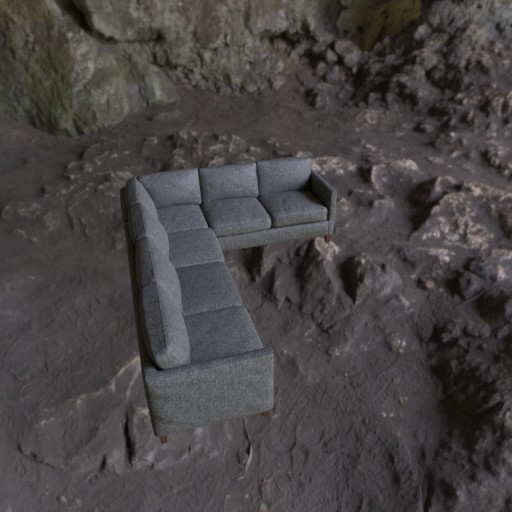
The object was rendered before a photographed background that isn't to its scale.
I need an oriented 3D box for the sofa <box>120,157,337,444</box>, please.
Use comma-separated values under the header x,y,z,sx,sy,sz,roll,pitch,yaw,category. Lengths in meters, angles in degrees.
x,y,z,sx,sy,sz,roll,pitch,yaw,category
0.000,0.000,4.651,2.593,0.947,3.302,-9,34,-14,sofa
